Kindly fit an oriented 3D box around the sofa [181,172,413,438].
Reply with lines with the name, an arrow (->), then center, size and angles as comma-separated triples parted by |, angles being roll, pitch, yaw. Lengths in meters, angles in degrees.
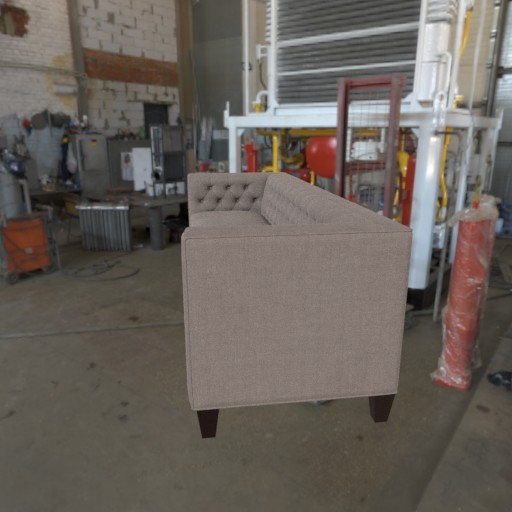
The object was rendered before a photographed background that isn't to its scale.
sofa -> 0.000, 0.000, 2.553 | 0.775, 0.762, 2.159 | -2, 16, -8
